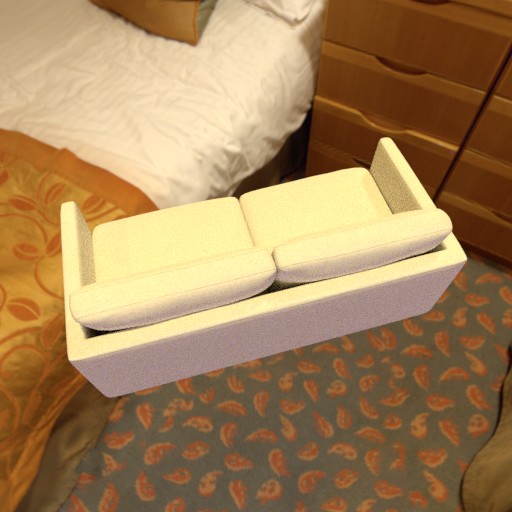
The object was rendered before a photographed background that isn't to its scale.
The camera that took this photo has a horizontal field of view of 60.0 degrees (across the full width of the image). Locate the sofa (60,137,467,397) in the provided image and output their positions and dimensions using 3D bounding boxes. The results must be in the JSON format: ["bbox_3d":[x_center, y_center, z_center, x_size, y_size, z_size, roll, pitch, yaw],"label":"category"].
[{"bbox_3d":[0.000,0.000,2.528,1.981,0.889,0.965,-13,58,-8],"label":"sofa"}]
